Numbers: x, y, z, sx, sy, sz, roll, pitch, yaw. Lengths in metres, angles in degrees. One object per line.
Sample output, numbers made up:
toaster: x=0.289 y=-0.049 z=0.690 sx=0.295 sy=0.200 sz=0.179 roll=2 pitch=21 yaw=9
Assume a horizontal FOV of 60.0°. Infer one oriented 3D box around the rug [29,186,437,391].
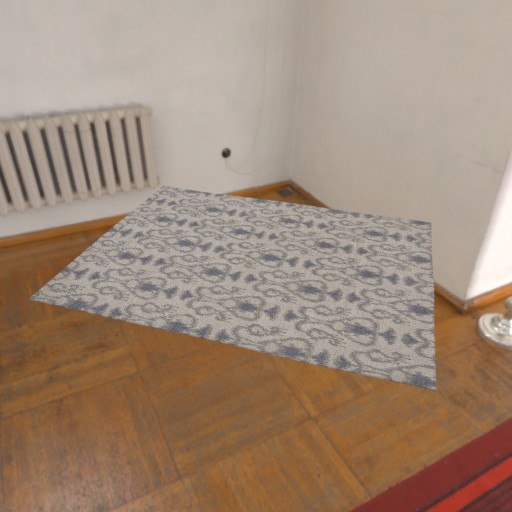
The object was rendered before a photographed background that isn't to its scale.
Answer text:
rug: x=0.000 y=0.000 z=2.968 sx=2.261 sy=0.013 sz=1.676 roll=10 pitch=34 yaw=15
